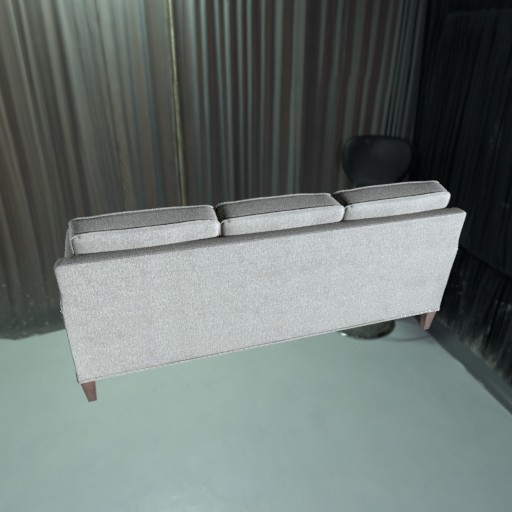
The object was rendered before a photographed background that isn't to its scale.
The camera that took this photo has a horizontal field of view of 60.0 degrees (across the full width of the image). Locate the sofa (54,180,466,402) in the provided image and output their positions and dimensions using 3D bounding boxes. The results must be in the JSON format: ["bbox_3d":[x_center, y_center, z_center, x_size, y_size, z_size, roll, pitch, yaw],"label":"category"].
[{"bbox_3d":[0.000,0.000,2.793,2.246,1.003,1.084,-8,27,-16],"label":"sofa"}]
